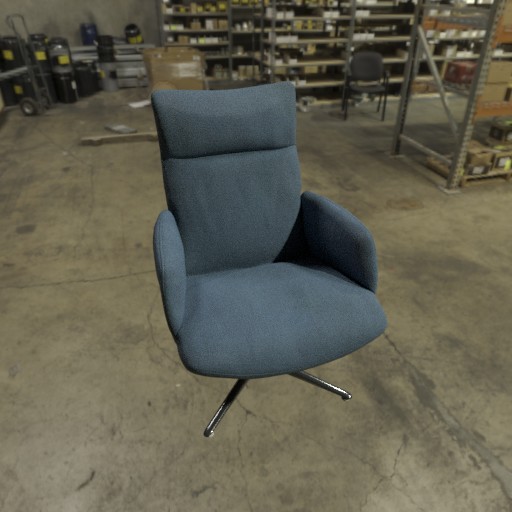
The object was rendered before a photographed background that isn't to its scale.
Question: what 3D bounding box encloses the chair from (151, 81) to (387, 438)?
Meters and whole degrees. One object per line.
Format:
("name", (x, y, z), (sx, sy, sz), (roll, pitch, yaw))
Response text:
("chair", (0.000, 0.000, 1.582), (0.711, 1.016, 0.889), (-9, 34, -15))
